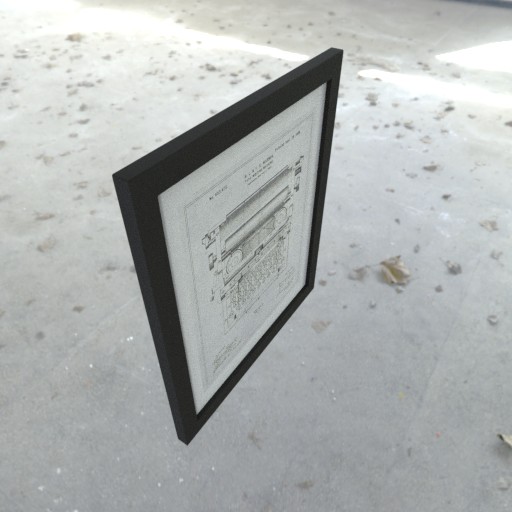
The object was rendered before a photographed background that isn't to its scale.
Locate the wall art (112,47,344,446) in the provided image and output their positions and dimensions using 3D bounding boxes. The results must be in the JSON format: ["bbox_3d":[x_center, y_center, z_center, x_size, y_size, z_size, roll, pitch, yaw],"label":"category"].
[{"bbox_3d":[0.000,0.000,0.695,0.021,0.508,0.432,24,47,25],"label":"wall art"}]
